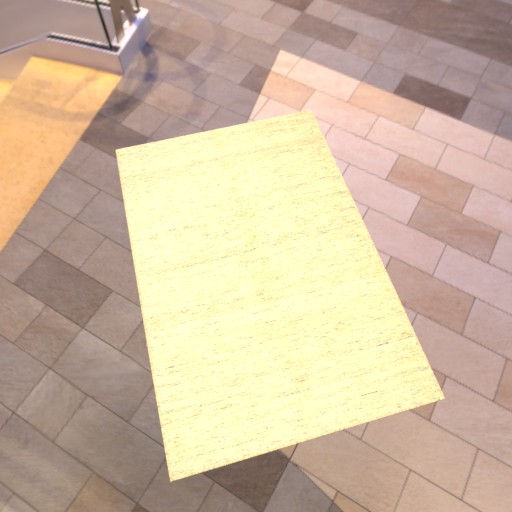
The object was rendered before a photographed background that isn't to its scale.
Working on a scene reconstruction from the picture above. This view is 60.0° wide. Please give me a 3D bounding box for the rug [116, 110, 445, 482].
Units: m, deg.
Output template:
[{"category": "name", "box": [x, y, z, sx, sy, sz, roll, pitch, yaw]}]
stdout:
[{"category": "rug", "box": [0.000, 0.000, 2.328, 1.250, 0.015, 1.850, -14, 63, -7]}]
